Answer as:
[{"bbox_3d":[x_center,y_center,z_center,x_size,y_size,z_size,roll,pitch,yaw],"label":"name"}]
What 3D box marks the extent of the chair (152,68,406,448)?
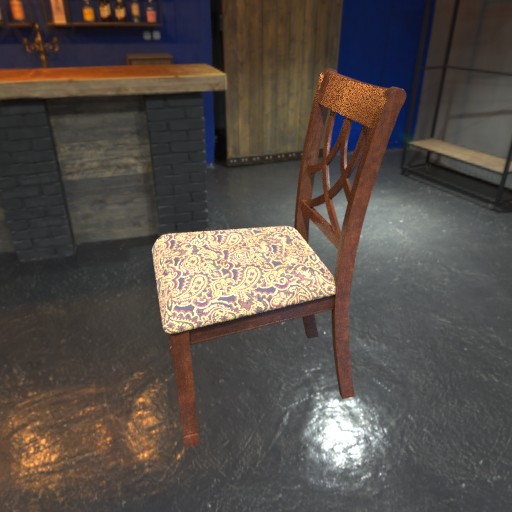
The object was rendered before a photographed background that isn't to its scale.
[{"bbox_3d":[0.000,0.000,1.302,0.584,0.965,0.457,-8,30,-13],"label":"chair"}]
